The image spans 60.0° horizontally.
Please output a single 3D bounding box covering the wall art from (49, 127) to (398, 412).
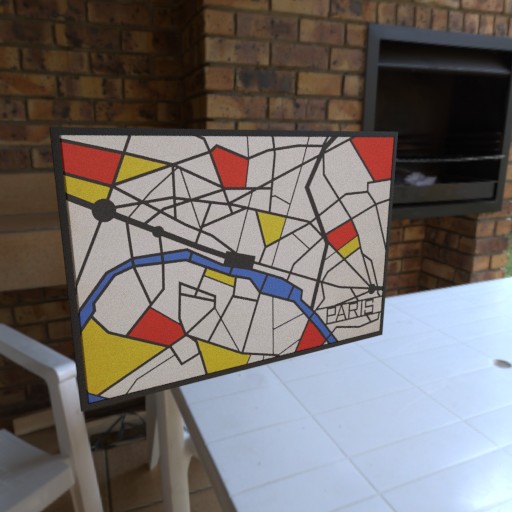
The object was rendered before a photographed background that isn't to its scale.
[{"bbox_3d":[0.000,0.000,1.215,0.963,0.665,0.013,-7,16,-27],"label":"wall art"}]
